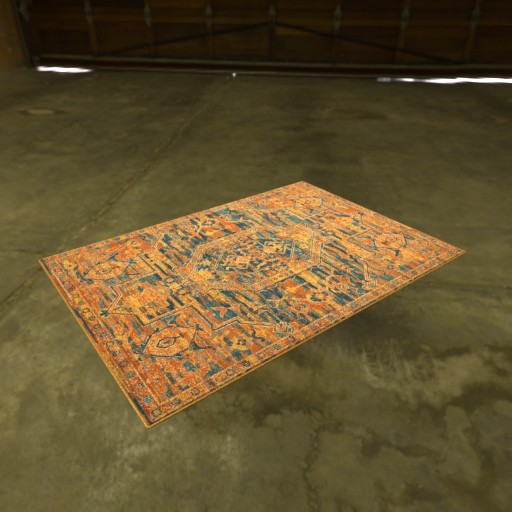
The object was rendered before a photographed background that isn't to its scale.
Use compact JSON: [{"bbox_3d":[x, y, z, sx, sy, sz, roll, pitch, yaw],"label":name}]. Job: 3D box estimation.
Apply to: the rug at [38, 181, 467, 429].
[{"bbox_3d":[0.000,0.000,3.674,2.916,0.019,2.043,-21,37,-31],"label":"rug"}]
